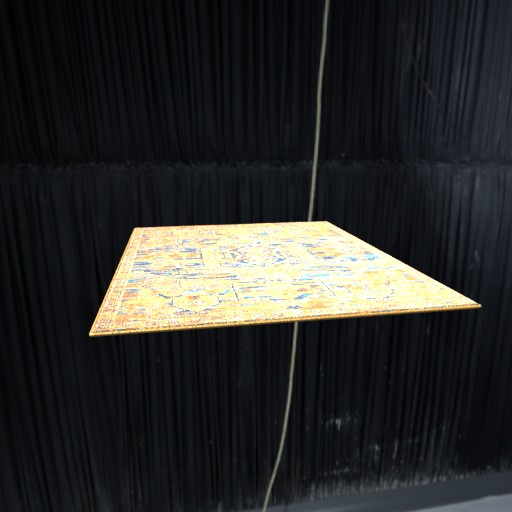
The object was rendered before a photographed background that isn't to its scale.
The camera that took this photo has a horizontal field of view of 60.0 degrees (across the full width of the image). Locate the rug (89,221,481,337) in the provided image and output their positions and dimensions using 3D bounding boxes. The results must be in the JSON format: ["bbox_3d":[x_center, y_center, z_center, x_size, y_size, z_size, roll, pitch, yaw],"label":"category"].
[{"bbox_3d":[0.000,0.000,4.114,2.435,0.031,3.040,-3,15,-10],"label":"rug"}]
